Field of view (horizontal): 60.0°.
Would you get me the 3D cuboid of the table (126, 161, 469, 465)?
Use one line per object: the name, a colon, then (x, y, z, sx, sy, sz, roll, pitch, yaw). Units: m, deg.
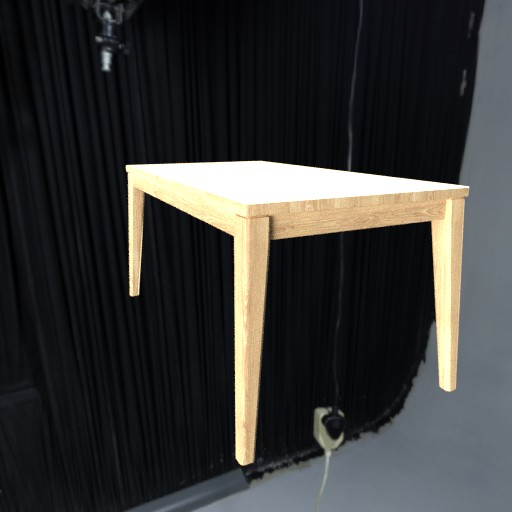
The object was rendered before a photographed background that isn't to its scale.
table: (0.000, 0.000, 2.070, 0.900, 0.760, 1.600, -8, 17, -26)
